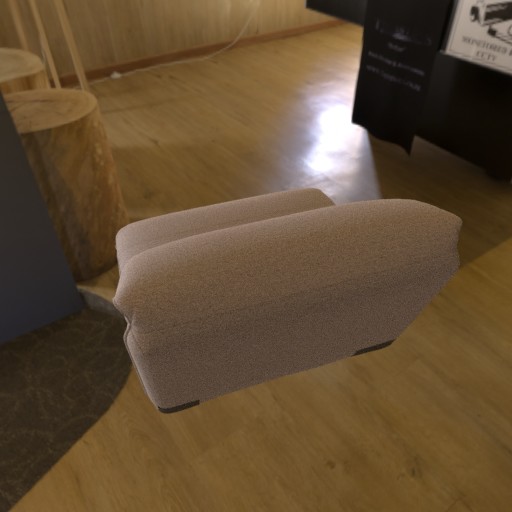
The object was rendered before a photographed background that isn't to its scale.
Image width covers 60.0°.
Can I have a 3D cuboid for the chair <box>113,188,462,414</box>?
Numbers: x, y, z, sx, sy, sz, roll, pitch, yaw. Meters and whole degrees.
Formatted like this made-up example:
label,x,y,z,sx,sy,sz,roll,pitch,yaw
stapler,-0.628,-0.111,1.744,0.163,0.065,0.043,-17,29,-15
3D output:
label,x,y,z,sx,sy,sz,roll,pitch,yaw
chair,0.000,0.000,1.343,0.820,0.580,0.780,-13,44,-14
